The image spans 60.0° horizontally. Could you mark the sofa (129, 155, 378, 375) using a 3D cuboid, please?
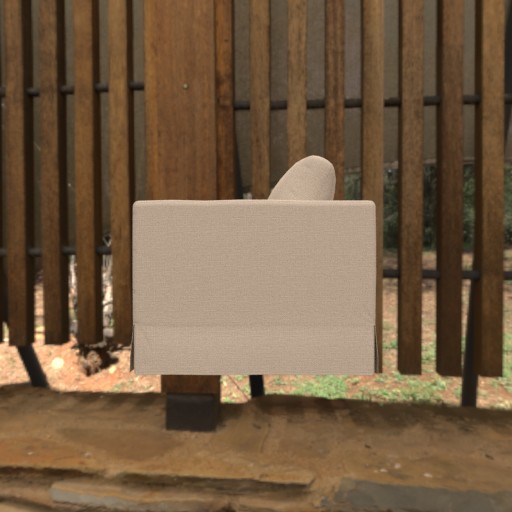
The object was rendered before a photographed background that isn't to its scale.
[{"bbox_3d":[0.000,0.000,2.746,0.954,0.881,2.163,0,0,0],"label":"sofa"}]
